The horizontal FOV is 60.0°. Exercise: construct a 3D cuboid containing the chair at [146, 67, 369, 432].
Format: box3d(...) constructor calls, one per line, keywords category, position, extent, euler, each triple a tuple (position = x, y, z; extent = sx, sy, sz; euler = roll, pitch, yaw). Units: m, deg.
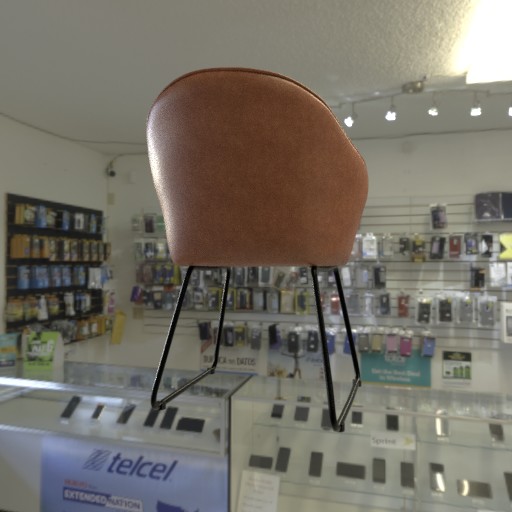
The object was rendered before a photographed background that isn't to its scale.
box3d(category="chair", position=(0.000, 0.000, 1.198), extent=(0.582, 0.785, 0.580), euler=(0, -1, 18))
